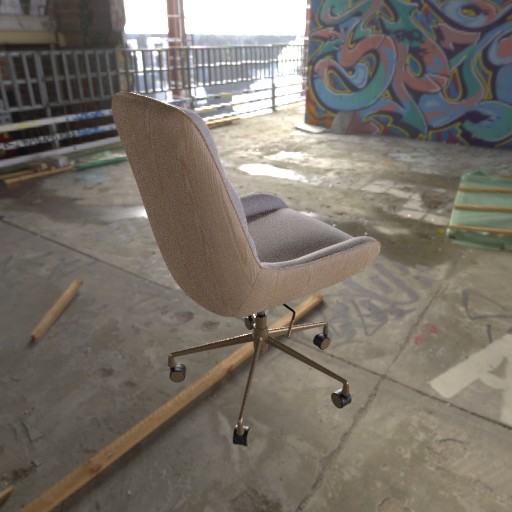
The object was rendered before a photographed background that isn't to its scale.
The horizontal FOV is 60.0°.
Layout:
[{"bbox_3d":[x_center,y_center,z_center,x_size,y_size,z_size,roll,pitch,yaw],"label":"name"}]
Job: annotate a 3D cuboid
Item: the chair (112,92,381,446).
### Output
[{"bbox_3d":[0.000,0.000,1.328,0.668,0.952,0.564,-17,31,-31],"label":"chair"}]
